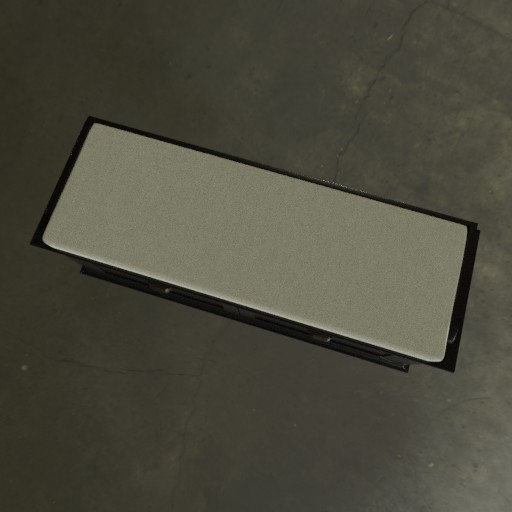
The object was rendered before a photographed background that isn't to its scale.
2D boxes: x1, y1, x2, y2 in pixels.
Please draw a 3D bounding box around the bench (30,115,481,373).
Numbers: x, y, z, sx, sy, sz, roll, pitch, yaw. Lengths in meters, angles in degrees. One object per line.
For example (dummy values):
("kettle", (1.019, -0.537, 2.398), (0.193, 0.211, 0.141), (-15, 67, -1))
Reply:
("bench", (0.000, 0.000, 1.422), (1.185, 0.501, 0.402), (16, 76, 4))
